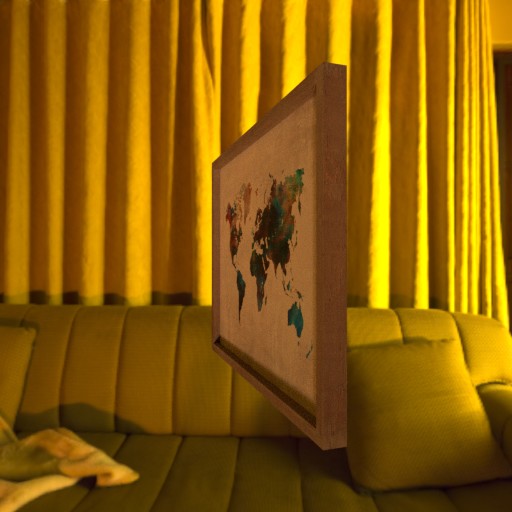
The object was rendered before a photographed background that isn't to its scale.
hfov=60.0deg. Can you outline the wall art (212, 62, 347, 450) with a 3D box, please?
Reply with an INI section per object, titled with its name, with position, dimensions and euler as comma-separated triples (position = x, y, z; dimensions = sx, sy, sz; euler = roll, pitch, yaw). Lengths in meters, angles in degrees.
[wall art]
position = 0.000, 0.000, 1.788
dimensions = 0.070, 1.009, 1.320
euler = 0, 0, -18
